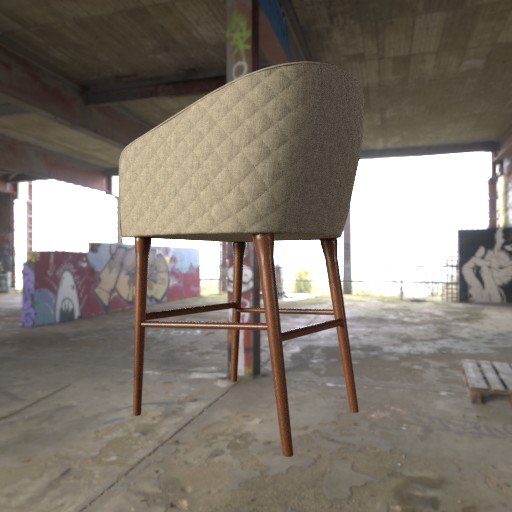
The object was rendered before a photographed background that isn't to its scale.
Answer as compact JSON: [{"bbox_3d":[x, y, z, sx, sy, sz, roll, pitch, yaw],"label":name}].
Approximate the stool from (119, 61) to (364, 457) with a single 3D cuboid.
[{"bbox_3d":[0.000,0.000,1.348,0.635,0.952,0.559,0,0,37],"label":"stool"}]
